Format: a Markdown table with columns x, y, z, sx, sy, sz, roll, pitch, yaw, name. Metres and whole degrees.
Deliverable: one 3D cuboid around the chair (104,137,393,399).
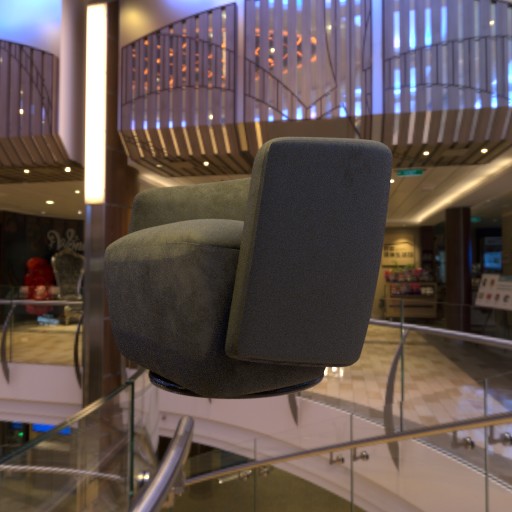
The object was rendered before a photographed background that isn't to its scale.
| x | y | z | sx | sy | sz | roll | pitch | yaw | name |
| --- | --- | --- | --- | --- | --- | --- | --- | --- | --- |
| 0.000 | 0.000 | 1.345 | 0.767 | 0.698 | 0.773 | 1 | -2 | -35 | chair |
